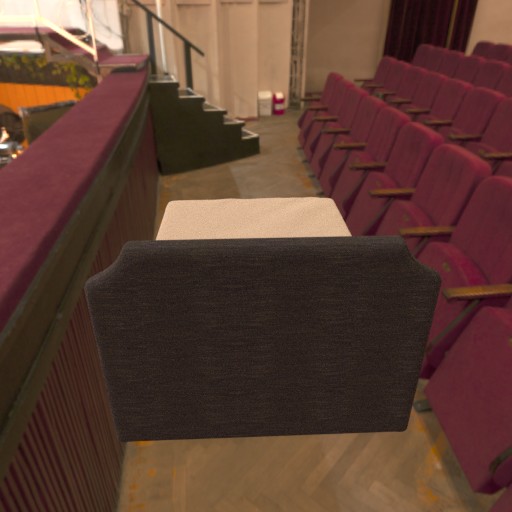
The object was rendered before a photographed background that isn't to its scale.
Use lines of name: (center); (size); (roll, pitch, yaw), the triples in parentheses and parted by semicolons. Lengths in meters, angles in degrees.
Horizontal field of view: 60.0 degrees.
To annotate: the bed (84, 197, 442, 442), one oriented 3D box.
bed: (0.000, 0.000, 3.183); (1.693, 1.290, 2.116); (-1, 30, -2)
